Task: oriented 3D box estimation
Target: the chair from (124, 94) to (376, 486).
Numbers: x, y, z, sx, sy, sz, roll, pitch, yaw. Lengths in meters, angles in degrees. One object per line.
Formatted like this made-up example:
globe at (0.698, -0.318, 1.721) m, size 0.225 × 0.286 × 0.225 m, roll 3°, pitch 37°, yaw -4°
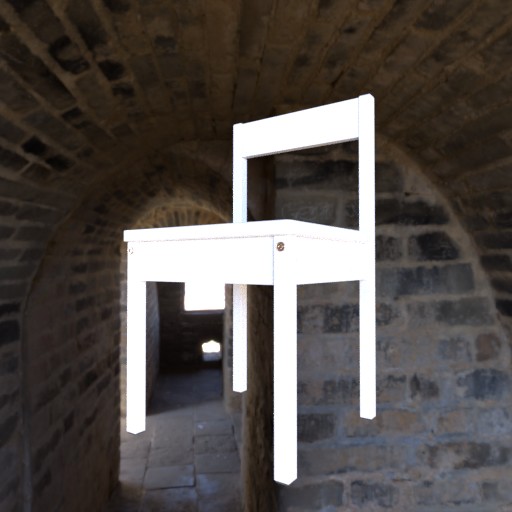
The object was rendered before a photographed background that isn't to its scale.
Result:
chair at (0.000, 0.000, 0.878) m, size 0.367 × 0.668 × 0.361 m, roll -1°, pitch -1°, yaw 35°
